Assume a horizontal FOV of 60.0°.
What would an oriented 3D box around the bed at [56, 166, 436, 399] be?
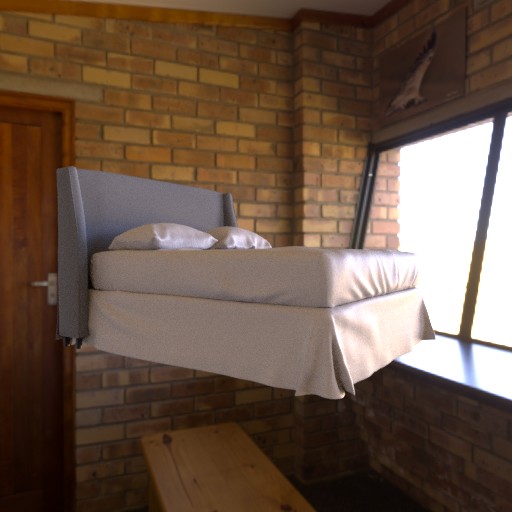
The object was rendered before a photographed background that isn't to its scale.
[{"bbox_3d":[0.000,0.000,3.377,2.276,1.332,1.925,0,1,35],"label":"bed"}]
